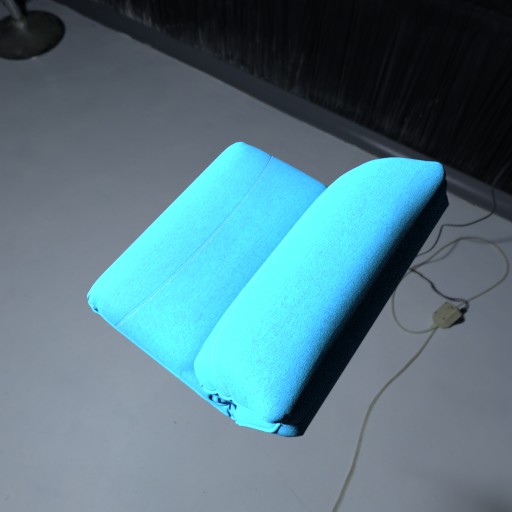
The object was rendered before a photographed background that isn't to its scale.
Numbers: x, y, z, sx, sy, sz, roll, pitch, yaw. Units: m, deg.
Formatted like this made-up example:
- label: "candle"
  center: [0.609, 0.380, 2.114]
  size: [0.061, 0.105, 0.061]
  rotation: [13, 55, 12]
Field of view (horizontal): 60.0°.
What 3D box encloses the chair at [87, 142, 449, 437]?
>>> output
- label: "chair"
  center: [0.000, 0.000, 1.343]
  size: [0.780, 0.580, 0.820]
  rotation: [33, 67, 16]
